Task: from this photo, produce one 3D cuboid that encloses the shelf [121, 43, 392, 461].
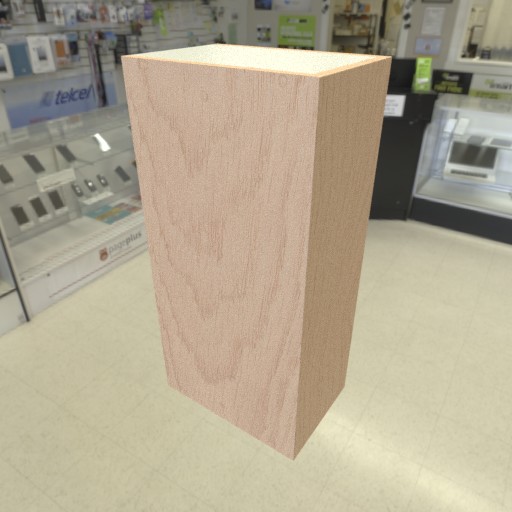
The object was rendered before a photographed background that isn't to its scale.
[{"bbox_3d":[0.000,0.000,0.726,0.290,0.600,0.200,20,36,30],"label":"shelf"}]
